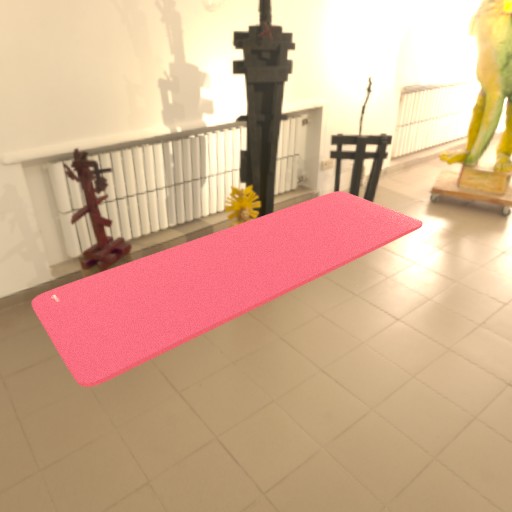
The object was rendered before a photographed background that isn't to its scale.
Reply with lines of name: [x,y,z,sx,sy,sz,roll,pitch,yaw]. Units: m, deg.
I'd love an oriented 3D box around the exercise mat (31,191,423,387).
exercise mat: [0.000,0.000,2.093,1.884,0.021,0.616,-22,37,-33]
